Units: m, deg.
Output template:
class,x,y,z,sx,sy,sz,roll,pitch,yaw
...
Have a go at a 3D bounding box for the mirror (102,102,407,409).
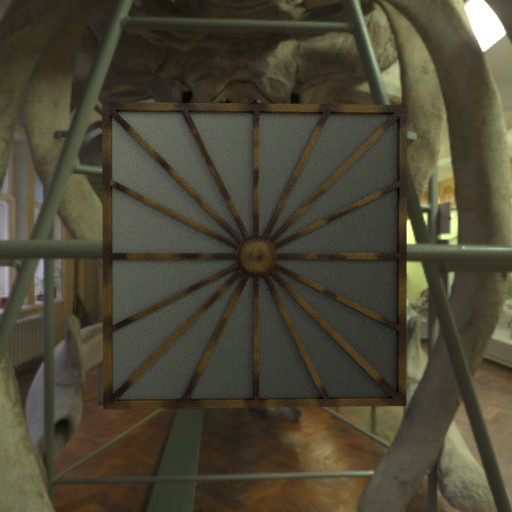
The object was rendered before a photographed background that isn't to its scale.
class,x,y,z,sx,sy,sz,roll,pitch,yaw
mirror,0.000,0.000,0.756,0.509,0.507,0.042,0,1,-2
